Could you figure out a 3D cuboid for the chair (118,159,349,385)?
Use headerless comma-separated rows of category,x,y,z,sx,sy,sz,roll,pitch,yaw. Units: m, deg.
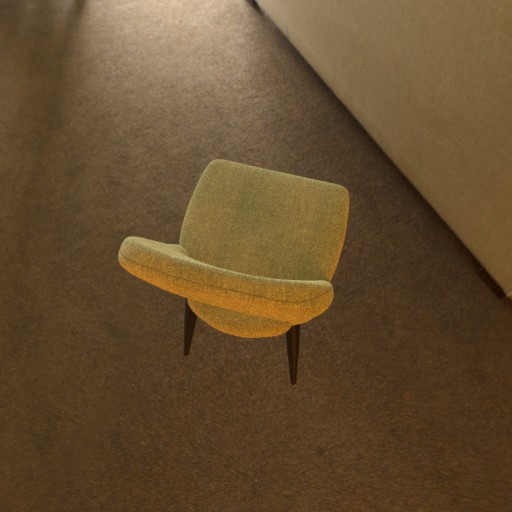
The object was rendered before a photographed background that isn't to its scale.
chair,0.000,0.000,1.276,0.470,0.931,0.612,14,64,7
